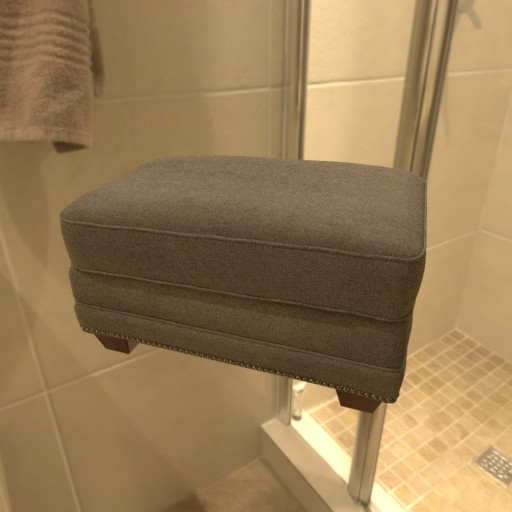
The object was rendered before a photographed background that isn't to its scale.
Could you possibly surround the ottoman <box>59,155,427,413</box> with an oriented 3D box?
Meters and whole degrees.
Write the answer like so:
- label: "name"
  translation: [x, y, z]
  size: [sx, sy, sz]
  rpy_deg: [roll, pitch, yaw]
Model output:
- label: "ottoman"
  translation: [0.000, 0.000, 1.176]
  size: [0.813, 0.457, 0.561]
  rpy_deg: [9, 28, 17]
